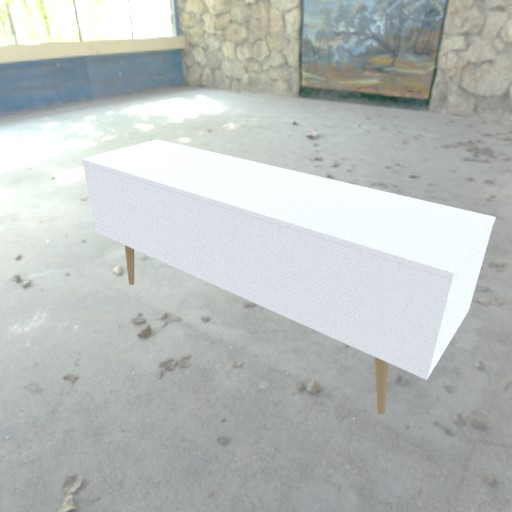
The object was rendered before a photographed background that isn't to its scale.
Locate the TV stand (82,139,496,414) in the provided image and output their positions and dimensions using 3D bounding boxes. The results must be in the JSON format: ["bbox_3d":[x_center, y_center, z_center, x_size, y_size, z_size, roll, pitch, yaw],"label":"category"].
[{"bbox_3d":[0.000,0.000,1.611,1.398,0.560,0.401,20,35,32],"label":"TV stand"}]
